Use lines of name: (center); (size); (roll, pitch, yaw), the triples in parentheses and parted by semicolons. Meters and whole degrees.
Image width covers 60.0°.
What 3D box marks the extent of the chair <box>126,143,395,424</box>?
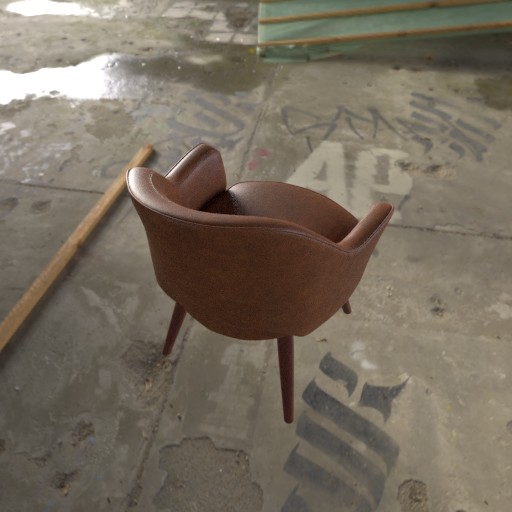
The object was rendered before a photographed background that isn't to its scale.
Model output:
chair: (0.000, 0.000, 1.212); (0.591, 0.777, 0.640); (23, 50, 20)
